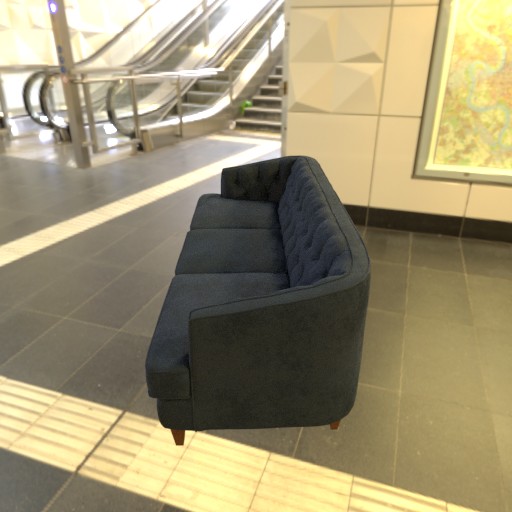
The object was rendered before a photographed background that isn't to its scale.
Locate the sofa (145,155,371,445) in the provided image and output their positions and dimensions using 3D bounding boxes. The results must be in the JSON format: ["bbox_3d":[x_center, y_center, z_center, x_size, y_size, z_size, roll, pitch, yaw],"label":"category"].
[{"bbox_3d":[0.000,0.000,2.766,0.941,0.855,2.278,0,26,-1],"label":"sofa"}]
